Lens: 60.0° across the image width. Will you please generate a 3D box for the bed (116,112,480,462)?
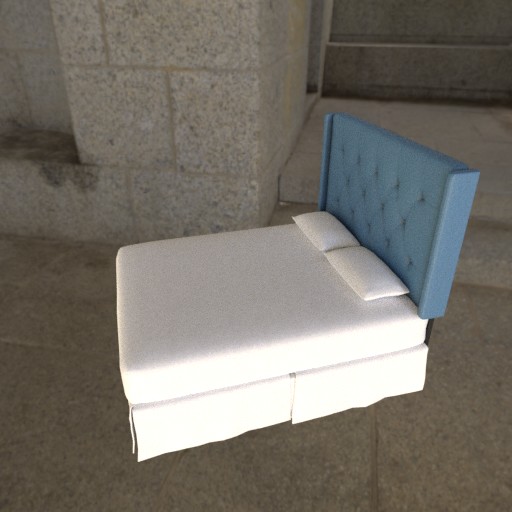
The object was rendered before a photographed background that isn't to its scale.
[{"bbox_3d":[0.000,0.000,3.258,2.078,1.665,1.719,-8,30,-14],"label":"bed"}]
